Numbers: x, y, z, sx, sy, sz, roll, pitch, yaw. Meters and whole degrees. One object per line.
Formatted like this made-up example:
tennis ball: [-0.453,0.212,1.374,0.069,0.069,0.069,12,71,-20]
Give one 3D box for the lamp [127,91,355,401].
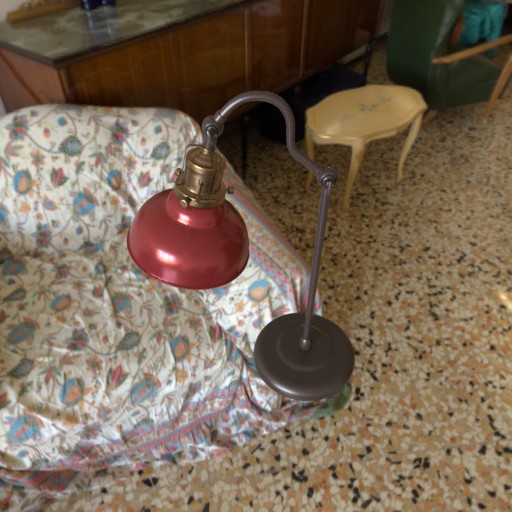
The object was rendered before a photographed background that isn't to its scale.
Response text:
lamp: [0.000,0.000,0.675,0.374,0.508,0.192,1,43,1]
